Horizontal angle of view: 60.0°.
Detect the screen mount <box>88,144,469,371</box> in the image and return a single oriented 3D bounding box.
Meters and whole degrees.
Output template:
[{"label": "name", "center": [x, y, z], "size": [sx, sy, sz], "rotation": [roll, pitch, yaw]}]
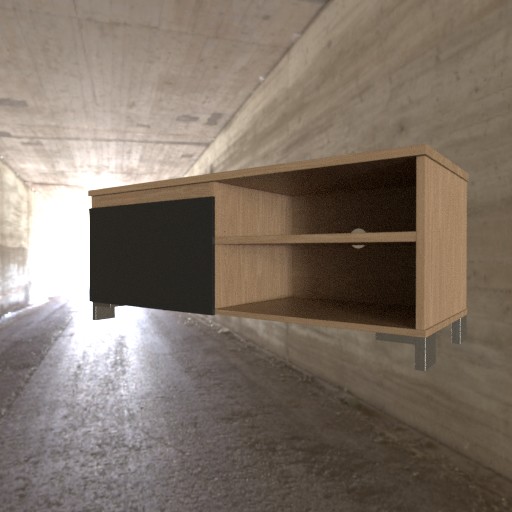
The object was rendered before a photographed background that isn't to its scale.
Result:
[{"label": "screen mount", "center": [0.000, 0.000, 1.317], "size": [1.084, 0.432, 0.406], "rotation": [0, 1, 36]}]
